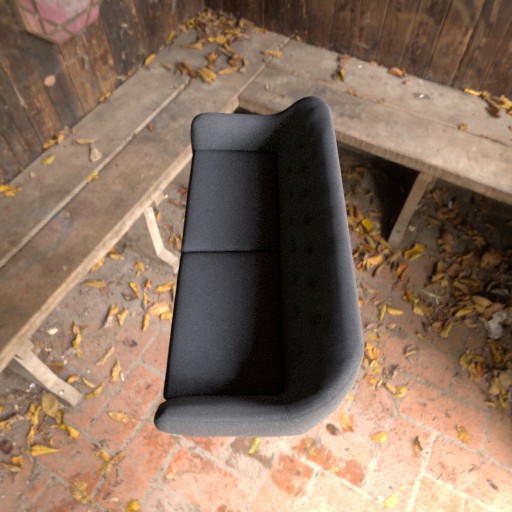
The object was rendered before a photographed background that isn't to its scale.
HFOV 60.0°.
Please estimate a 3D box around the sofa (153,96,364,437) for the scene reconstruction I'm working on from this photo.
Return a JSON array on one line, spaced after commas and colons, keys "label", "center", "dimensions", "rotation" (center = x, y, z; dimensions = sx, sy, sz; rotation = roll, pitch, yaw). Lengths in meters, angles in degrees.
[{"label": "sofa", "center": [0.000, 0.000, 2.323], "dimensions": [0.820, 0.820, 1.840], "rotation": [0, 56, 0]}]
